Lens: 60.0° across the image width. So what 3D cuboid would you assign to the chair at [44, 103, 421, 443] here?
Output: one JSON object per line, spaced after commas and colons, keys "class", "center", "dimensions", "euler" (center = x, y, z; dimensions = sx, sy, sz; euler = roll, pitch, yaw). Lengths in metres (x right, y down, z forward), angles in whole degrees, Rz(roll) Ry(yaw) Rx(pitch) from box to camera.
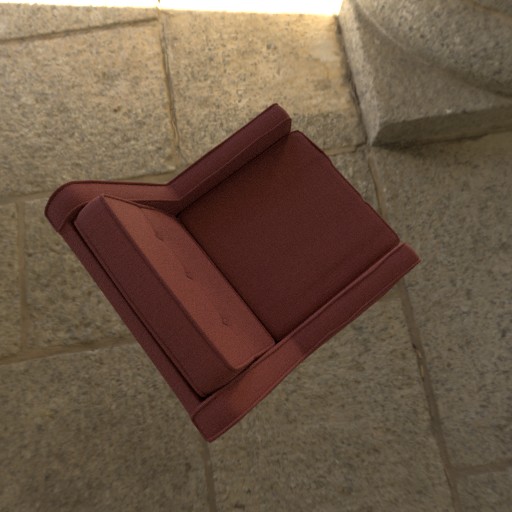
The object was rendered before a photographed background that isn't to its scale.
{"class": "chair", "center": [0.000, 0.000, 1.365], "dimensions": [0.770, 0.812, 0.680], "euler": [-38, 78, -9]}
